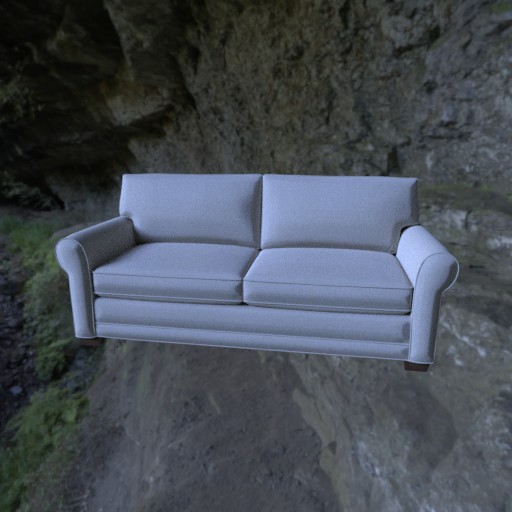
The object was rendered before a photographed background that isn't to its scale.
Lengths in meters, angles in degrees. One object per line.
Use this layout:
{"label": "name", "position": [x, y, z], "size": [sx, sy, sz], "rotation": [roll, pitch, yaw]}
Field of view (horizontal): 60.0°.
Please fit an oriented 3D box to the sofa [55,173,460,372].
{"label": "sofa", "position": [0.000, 0.000, 2.746], "size": [2.146, 0.962, 0.901], "rotation": [2, 15, 9]}
